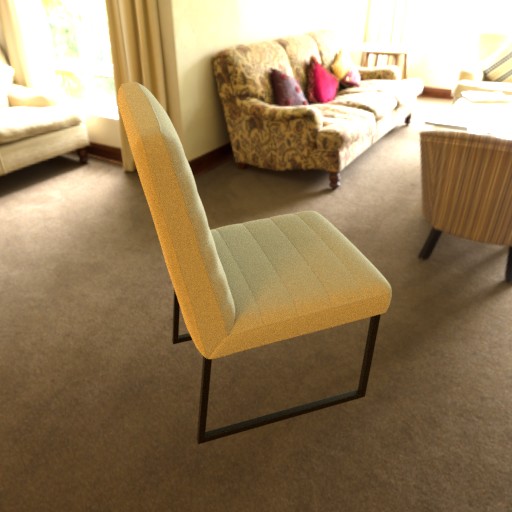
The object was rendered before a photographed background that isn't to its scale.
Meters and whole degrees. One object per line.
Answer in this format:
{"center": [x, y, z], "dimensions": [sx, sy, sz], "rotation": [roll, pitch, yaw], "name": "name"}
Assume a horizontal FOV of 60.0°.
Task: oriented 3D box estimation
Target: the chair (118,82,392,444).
{"center": [0.000, 0.000, 1.309], "dimensions": [0.634, 0.930, 0.520], "rotation": [-10, 33, -16], "name": "chair"}
